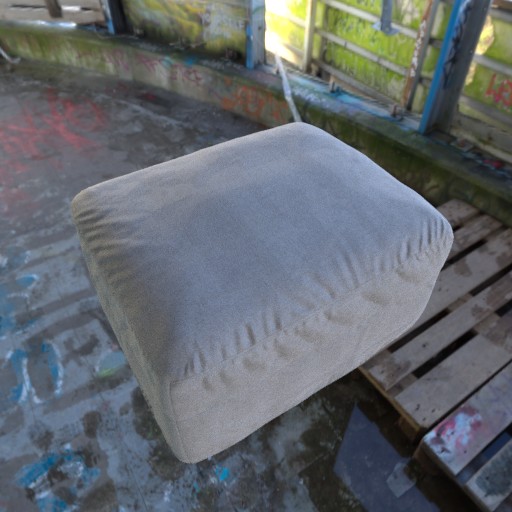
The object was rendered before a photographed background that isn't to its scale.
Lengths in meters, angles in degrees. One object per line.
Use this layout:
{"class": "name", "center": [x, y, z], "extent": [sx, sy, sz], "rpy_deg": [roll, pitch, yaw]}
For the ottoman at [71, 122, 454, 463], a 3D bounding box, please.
{"class": "ottoman", "center": [0.000, 0.000, 1.244], "extent": [0.837, 0.481, 0.683], "rpy_deg": [-24, 50, -22]}
